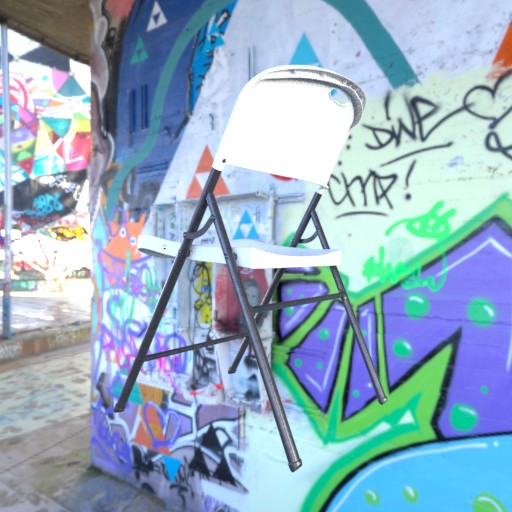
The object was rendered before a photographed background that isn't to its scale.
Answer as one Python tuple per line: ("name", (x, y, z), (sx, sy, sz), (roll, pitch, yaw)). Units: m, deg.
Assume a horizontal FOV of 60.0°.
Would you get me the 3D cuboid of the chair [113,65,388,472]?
("chair", (0.000, 0.000, 1.180), (0.566, 0.810, 0.494), (0, 0, 36))
